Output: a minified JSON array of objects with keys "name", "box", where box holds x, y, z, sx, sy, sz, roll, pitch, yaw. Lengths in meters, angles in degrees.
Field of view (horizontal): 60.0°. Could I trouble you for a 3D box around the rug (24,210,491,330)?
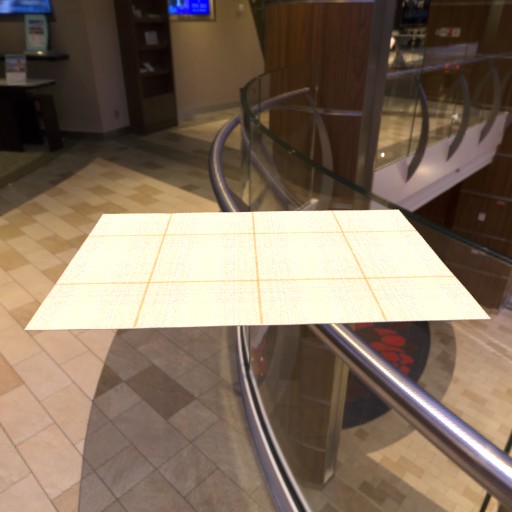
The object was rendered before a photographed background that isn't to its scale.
[{"name":"rug","box":[0.000,0.000,2.987,2.442,0.016,1.527,-1,28,-2]}]
